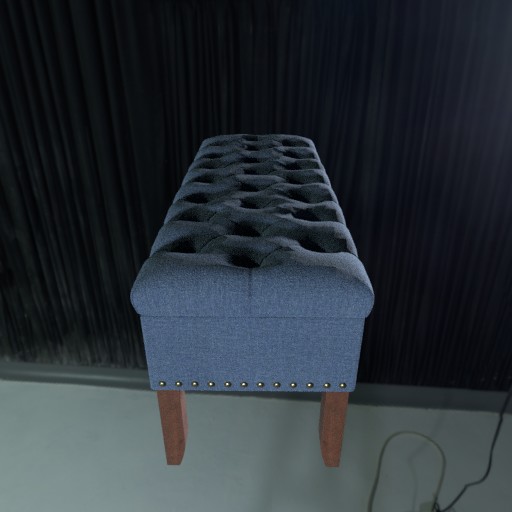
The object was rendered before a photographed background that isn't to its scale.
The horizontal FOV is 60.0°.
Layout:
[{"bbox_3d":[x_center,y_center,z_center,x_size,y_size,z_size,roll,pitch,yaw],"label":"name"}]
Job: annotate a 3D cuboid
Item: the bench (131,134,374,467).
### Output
[{"bbox_3d":[0.000,0.000,1.292,0.417,0.492,1.052,0,28,1],"label":"bench"}]
